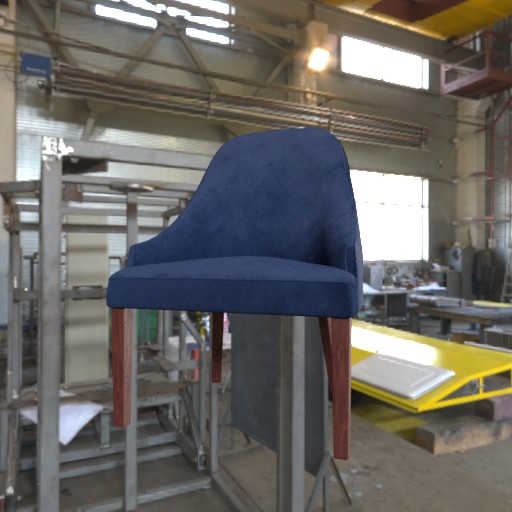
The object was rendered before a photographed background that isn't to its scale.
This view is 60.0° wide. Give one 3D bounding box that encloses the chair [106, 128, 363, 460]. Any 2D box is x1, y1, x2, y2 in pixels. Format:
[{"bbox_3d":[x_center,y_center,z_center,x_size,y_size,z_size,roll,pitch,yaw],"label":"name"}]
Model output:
[{"bbox_3d":[0.000,0.000,1.313,0.643,0.889,0.575,0,0,19],"label":"chair"}]
